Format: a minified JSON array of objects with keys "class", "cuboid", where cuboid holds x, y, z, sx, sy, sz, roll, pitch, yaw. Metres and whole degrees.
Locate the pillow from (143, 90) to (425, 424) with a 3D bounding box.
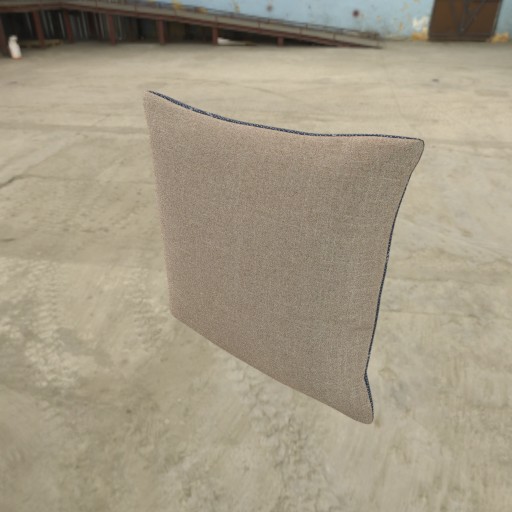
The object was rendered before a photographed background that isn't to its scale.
[{"class":"pillow","cuboid":[0.000,0.000,0.664,0.435,0.428,0.148,22,37,32]}]
